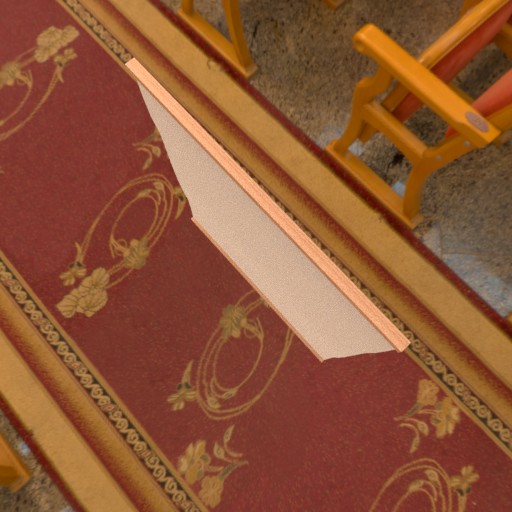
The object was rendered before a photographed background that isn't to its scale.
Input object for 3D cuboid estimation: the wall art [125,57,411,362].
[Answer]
[{"bbox_3d":[0.000,0.000,0.684,0.013,0.508,0.406,-41,79,-10],"label":"wall art"}]
